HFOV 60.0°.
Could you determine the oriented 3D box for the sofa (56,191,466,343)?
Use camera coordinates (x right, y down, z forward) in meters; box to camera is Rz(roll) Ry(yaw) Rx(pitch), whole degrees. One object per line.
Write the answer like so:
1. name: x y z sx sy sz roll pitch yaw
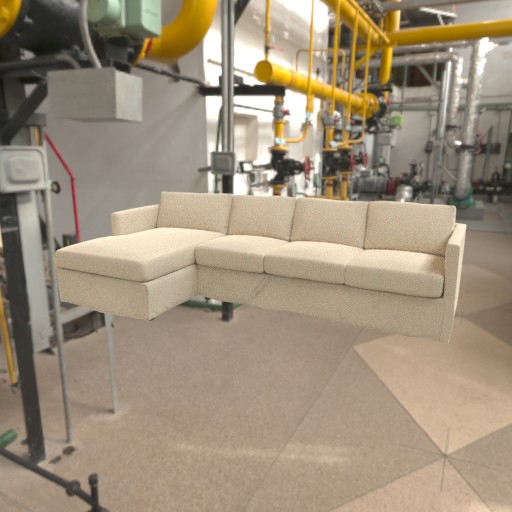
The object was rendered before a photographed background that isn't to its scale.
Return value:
1. sofa: 0.000 0.000 3.832 3.205 0.922 1.650 7 16 26
